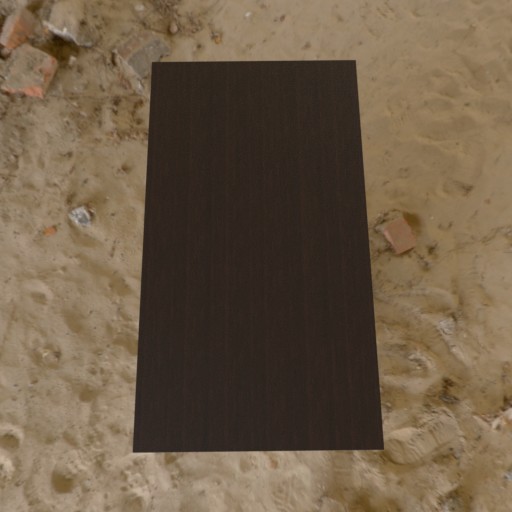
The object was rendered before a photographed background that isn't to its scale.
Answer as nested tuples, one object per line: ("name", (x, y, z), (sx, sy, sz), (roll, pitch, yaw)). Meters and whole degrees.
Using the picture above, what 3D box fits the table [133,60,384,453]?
("table", (0.000, 0.000, 1.382), (0.590, 0.460, 1.050), (-1, 77, 0))
